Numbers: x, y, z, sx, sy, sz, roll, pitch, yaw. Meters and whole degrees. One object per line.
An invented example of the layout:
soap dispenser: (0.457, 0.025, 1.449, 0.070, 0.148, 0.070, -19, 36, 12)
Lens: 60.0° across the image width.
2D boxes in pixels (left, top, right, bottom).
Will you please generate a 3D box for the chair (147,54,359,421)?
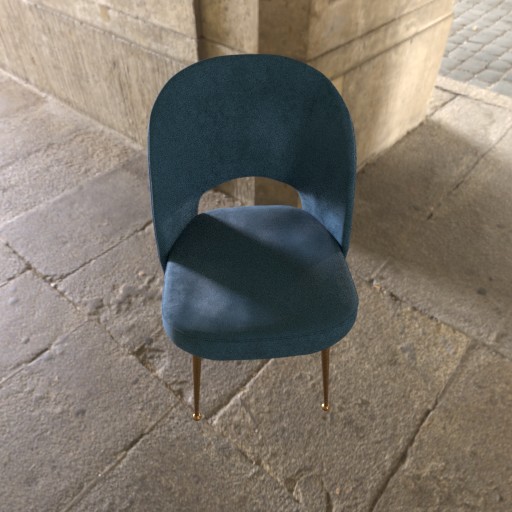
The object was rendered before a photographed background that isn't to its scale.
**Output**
chair: (0.000, 0.000, 1.212, 0.527, 0.860, 0.577, -3, 46, -3)
